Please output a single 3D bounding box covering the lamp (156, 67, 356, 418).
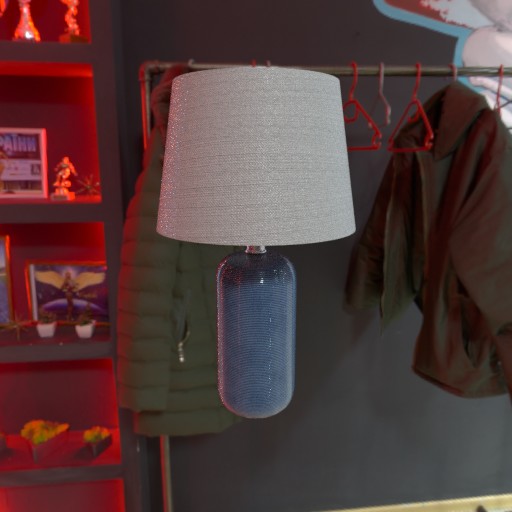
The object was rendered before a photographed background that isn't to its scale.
[{"bbox_3d":[0.000,0.000,0.584,0.253,0.428,0.253,0,13,0],"label":"lamp"}]
